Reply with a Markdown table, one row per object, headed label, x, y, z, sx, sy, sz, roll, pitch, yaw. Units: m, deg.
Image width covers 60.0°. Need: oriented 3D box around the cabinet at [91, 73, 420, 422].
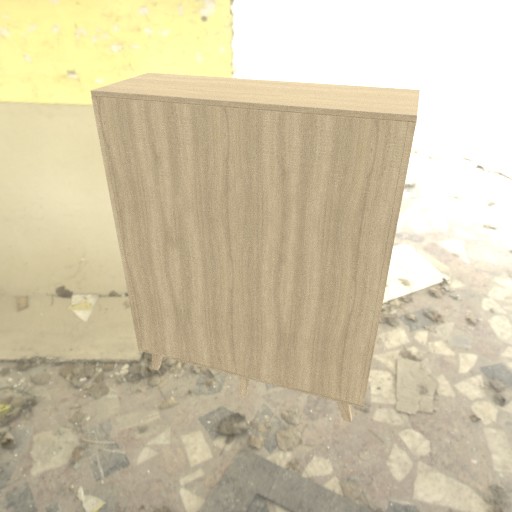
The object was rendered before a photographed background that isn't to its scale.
| label | x | y | z | sx | sy | sz | roll | pitch | yaw |
| --- | --- | --- | --- | --- | --- | --- | --- | --- | --- |
| cabinet | 0.000 | 0.000 | 1.943 | 1.111 | 1.388 | 0.398 | 10 | 33 | 16 |
